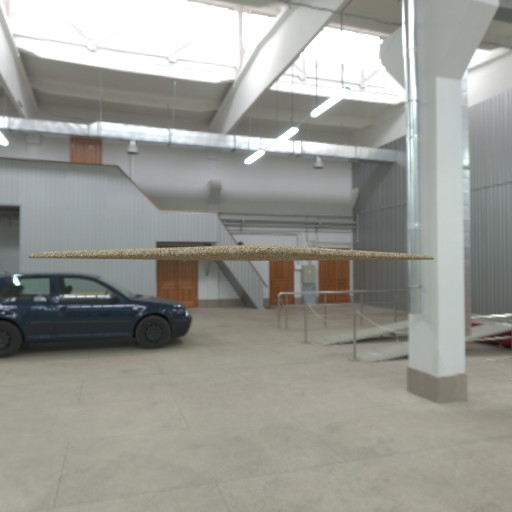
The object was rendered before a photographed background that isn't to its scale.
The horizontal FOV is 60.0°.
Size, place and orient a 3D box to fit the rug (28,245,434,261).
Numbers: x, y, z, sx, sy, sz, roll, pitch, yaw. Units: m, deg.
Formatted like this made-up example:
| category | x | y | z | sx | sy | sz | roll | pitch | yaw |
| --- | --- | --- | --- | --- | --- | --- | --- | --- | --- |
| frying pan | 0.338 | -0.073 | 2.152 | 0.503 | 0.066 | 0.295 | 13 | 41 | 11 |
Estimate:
| category | x | y | z | sx | sy | sz | roll | pitch | yaw |
| --- | --- | --- | --- | --- | --- | --- | --- | --- | --- |
| rug | 0.000 | 0.000 | 3.791 | 2.242 | 0.050 | 2.873 | -1 | -1 | 36 |
